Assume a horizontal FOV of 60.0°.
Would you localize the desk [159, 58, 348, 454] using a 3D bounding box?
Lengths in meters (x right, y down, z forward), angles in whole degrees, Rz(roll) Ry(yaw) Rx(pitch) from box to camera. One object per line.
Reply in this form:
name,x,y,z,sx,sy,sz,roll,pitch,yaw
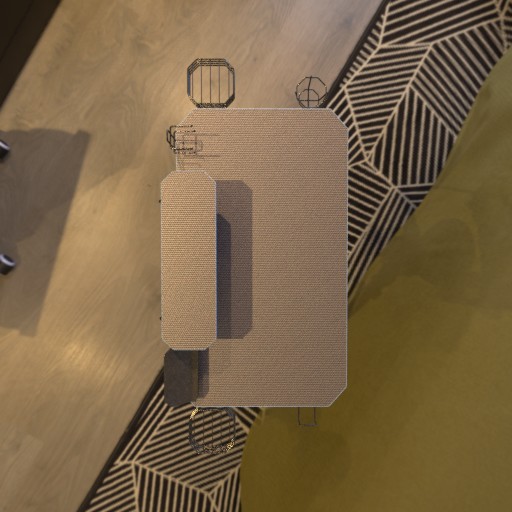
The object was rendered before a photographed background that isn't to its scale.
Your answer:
desk,0.000,0.000,1.742,0.594,0.909,1.295,0,92,0
